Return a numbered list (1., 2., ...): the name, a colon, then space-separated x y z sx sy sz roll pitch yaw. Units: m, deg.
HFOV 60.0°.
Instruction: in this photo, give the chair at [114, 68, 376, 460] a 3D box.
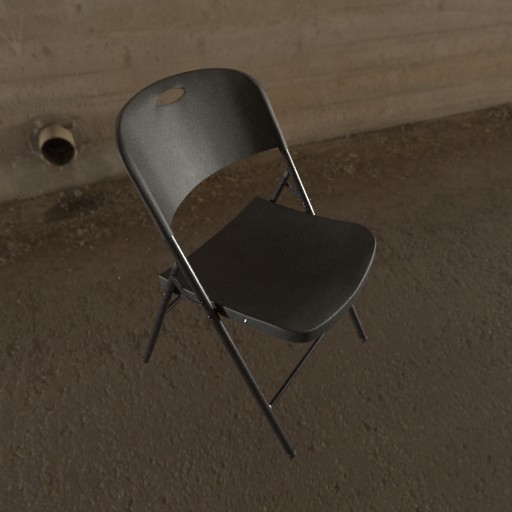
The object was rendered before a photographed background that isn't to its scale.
1. chair: 0.000 0.000 1.172 0.566 0.810 0.494 24 47 25
